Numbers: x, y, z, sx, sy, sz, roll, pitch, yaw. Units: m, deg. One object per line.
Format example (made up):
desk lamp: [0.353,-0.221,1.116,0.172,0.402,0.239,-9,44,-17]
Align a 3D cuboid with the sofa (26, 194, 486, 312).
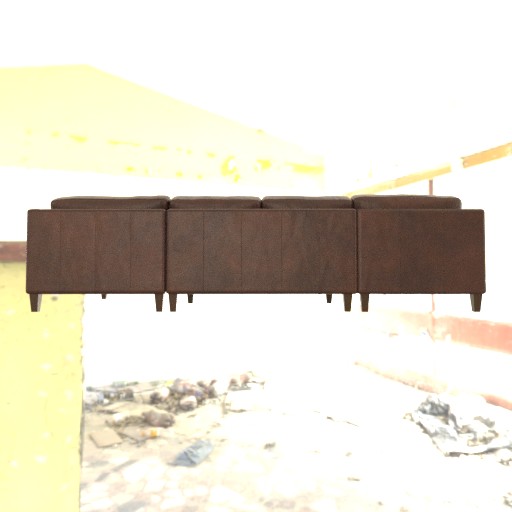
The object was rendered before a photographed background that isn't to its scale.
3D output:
sofa: [0.000,0.000,4.409,3.324,0.891,2.452,0,-2,0]
